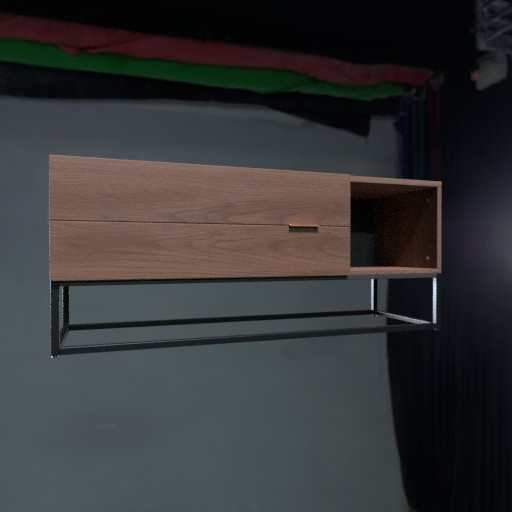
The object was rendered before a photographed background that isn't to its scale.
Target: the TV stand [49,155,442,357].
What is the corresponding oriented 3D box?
[{"bbox_3d":[0.000,0.000,1.460,1.200,0.500,0.415,0,1,-19],"label":"TV stand"}]
